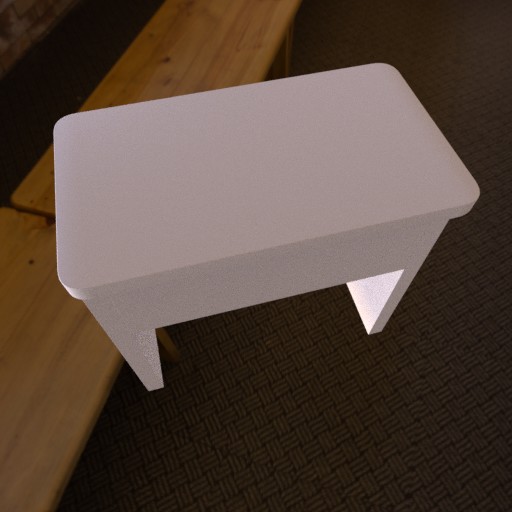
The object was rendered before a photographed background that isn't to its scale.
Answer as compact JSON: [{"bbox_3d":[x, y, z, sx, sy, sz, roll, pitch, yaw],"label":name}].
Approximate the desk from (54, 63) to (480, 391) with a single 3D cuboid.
[{"bbox_3d":[0.000,0.000,1.218,0.790,0.760,0.446,-13,58,-8],"label":"desk"}]
